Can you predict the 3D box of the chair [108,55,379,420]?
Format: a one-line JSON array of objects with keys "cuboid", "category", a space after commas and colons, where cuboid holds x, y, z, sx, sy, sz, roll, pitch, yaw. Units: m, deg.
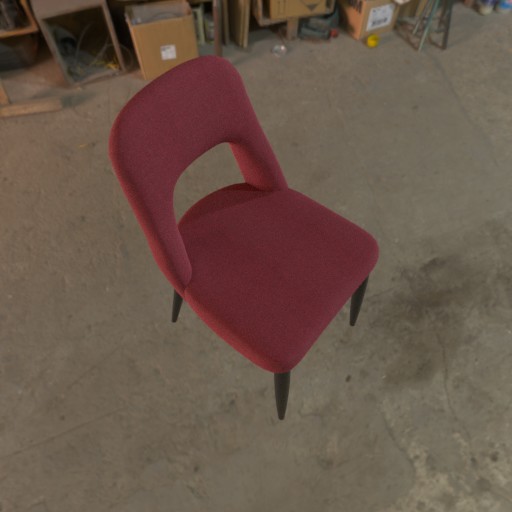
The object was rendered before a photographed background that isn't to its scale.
[{"cuboid": [0.000, 0.000, 1.224, 0.569, 0.892, 0.483, 35, 64, 20], "category": "chair"}]
